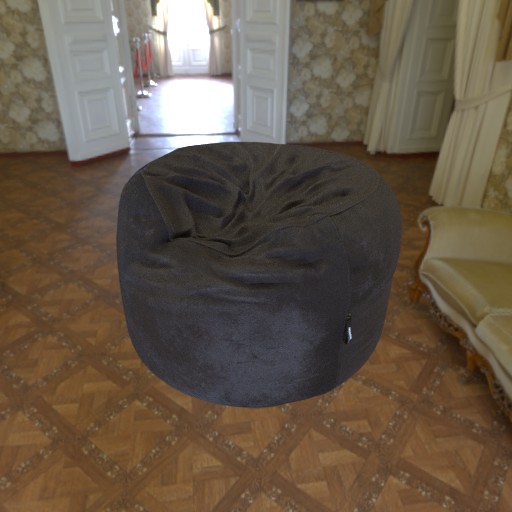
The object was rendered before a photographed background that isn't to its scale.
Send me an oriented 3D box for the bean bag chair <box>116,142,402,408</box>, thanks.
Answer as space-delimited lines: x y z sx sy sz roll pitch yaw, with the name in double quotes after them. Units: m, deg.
0.000 0.000 1.502 0.918 0.605 0.918 0 29 0 "bean bag chair"
